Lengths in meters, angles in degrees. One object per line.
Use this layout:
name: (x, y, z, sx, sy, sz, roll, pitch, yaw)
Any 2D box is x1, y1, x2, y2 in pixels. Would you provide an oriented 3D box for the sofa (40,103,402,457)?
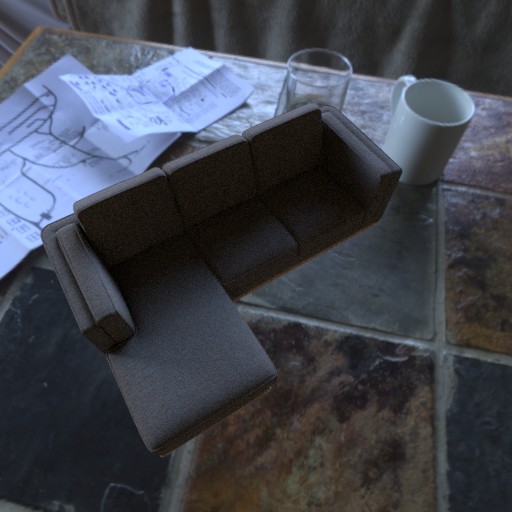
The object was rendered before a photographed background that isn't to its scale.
sofa: (0.000, 0.000, 3.107, 2.411, 0.929, 1.604, -28, 62, -16)
